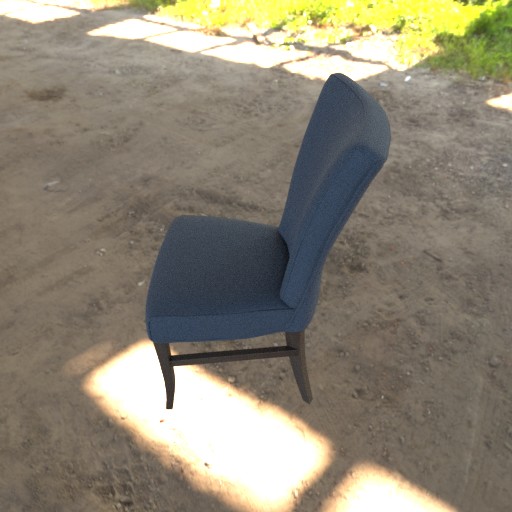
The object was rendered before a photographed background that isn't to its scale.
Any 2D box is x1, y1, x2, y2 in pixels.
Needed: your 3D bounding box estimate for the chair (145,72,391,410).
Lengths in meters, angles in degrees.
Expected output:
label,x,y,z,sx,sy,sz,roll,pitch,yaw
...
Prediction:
label,x,y,z,sx,sy,sz,roll,pitch,yaw
chair,0.000,0.000,1.407,0.660,0.991,0.520,1,39,1
